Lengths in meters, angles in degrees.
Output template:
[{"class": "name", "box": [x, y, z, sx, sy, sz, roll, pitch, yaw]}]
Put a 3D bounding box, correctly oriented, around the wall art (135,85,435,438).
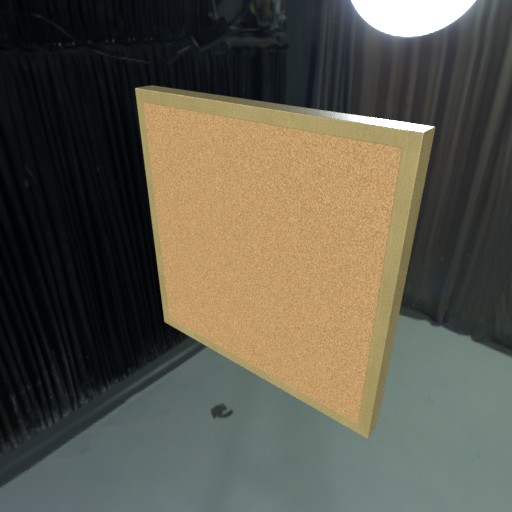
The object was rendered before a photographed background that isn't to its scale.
[{"class": "wall art", "box": [0.000, 0.000, 0.768, 0.508, 0.508, 0.038, 21, 36, 33]}]
